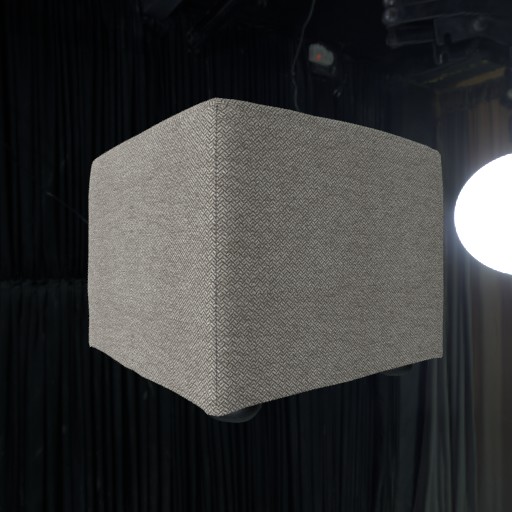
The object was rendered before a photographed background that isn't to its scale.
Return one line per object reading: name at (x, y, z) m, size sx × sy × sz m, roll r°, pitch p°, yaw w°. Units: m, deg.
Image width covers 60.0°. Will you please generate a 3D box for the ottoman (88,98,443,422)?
ottoman at (0.000, 0.000, 0.880) m, size 0.512 × 0.453 × 0.519 m, roll -1°, pitch 1°, yaw -37°
